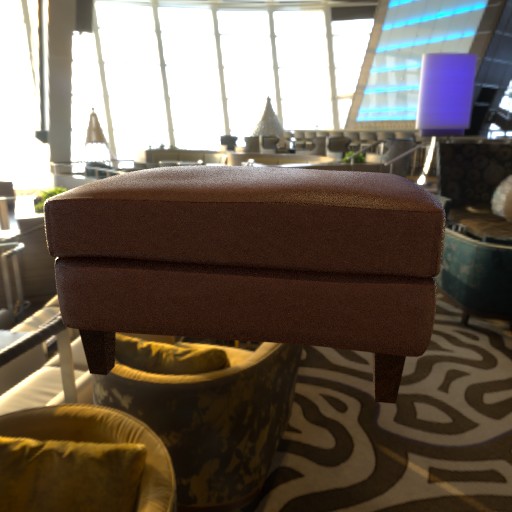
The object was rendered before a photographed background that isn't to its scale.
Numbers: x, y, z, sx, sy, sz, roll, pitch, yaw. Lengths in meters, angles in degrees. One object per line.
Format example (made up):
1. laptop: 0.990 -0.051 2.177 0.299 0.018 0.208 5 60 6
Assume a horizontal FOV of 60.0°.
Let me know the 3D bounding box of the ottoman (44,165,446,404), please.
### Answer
1. ottoman: 0.000 0.000 1.230 0.851 0.485 0.650 3 16 10
